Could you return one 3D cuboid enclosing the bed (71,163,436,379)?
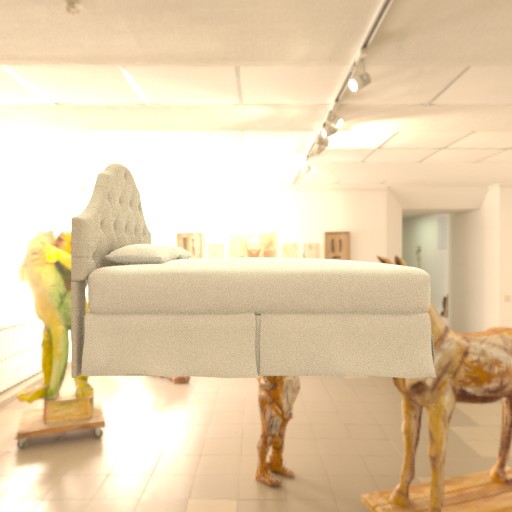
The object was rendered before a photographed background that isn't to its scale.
[{"bbox_3d":[0.000,0.000,3.931,2.477,1.617,2.039,0,0,0],"label":"bed"}]
